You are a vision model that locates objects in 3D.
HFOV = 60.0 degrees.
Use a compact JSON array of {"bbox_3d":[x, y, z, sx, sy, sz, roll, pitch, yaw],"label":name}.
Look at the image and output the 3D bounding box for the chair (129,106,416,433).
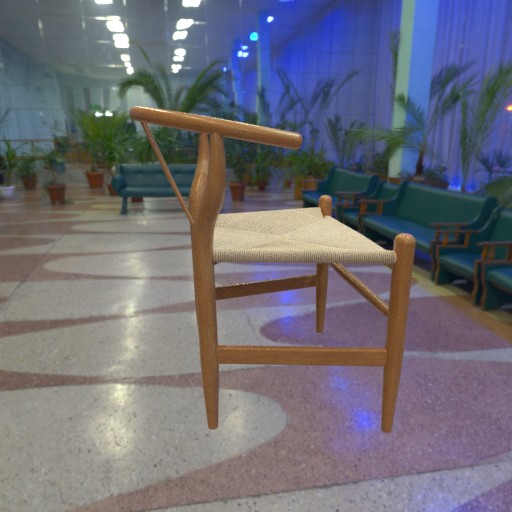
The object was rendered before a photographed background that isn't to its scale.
[{"bbox_3d":[0.000,0.000,1.150,0.579,0.730,0.569,-3,17,-9],"label":"chair"}]
